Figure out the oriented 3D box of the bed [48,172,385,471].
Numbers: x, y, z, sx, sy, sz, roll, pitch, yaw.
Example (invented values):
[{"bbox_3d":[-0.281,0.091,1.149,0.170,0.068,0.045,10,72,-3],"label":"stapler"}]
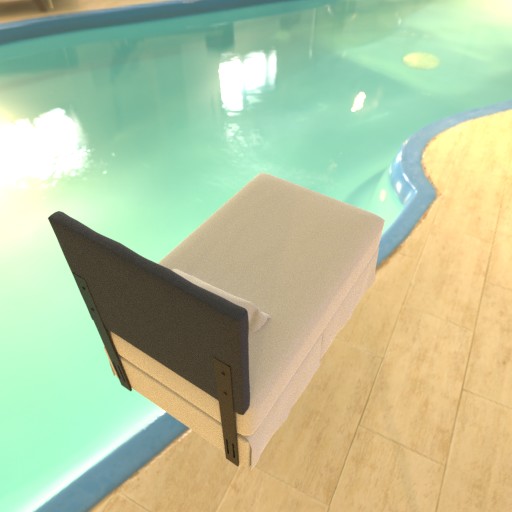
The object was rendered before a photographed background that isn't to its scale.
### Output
[{"bbox_3d":[0.000,0.000,3.044,1.261,1.571,1.997,25,50,23],"label":"bed"}]
